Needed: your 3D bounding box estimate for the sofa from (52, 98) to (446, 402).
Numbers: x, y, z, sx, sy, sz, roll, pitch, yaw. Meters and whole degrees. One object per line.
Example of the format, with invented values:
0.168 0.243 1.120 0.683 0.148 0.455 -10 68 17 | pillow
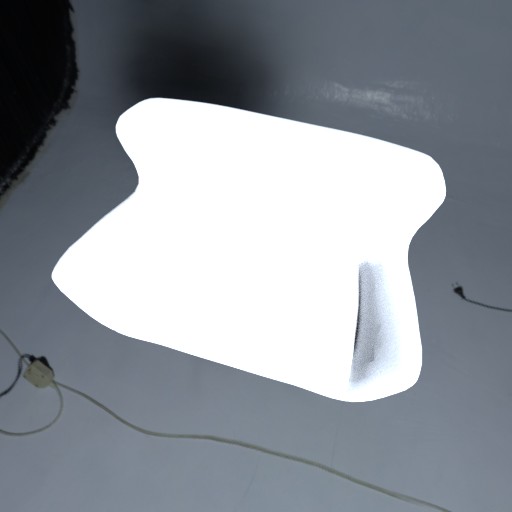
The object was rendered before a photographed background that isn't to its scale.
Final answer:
0.000 0.000 1.964 1.424 0.878 0.921 15 59 9 | sofa
